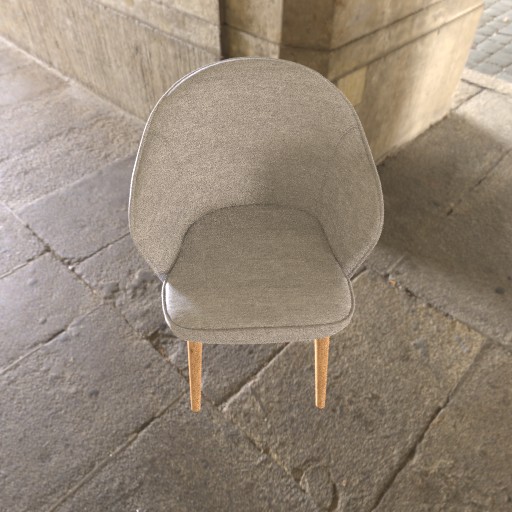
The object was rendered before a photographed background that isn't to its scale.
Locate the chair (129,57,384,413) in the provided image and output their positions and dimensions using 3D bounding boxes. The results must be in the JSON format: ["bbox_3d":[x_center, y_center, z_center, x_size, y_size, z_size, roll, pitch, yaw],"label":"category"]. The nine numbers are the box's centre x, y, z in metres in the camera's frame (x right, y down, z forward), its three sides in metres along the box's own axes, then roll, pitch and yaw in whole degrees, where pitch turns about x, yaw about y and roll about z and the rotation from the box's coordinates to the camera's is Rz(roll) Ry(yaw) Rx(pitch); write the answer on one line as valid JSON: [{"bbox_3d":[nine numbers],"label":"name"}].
[{"bbox_3d":[0.000,0.000,1.141,0.540,0.800,0.530,-1,47,-1],"label":"chair"}]
